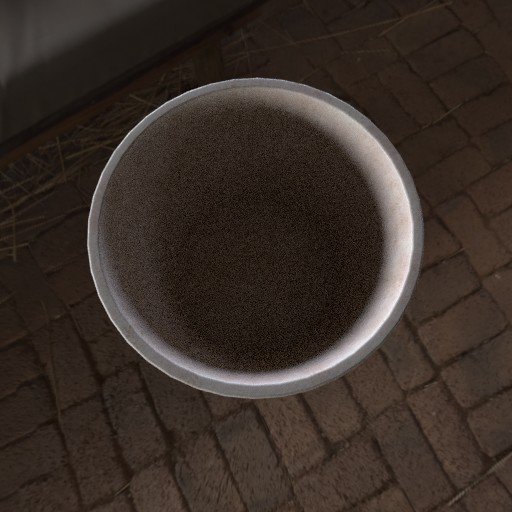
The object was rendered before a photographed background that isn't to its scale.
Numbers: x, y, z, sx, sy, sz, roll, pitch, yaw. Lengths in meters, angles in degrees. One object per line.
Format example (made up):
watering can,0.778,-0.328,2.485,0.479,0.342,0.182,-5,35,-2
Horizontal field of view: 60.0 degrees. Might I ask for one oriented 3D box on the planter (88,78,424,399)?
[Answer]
planter,0.000,0.000,0.277,0.164,0.127,0.164,0,75,0
